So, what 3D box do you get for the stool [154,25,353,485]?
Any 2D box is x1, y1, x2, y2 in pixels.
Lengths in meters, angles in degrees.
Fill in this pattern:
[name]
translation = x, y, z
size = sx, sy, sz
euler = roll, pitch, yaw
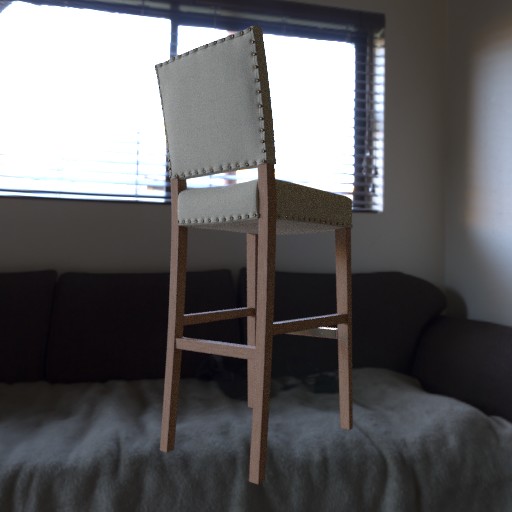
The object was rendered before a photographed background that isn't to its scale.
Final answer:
[stool]
translation = 0.000, 0.000, 1.401
size = 0.428, 1.143, 0.546
euler = -1, -2, 36
